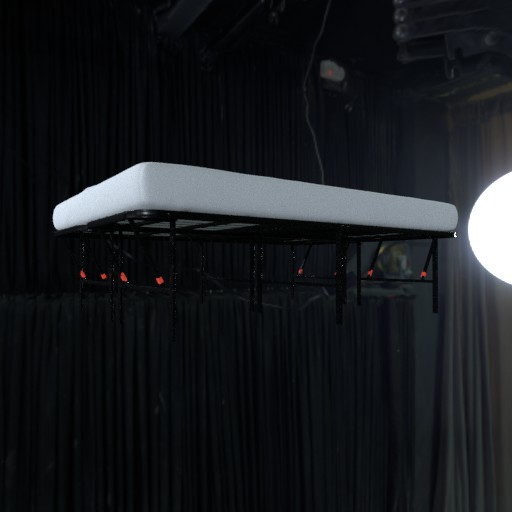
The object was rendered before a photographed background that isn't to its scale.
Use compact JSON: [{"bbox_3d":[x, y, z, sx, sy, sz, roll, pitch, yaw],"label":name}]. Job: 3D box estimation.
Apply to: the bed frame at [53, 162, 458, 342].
[{"bbox_3d":[0.000,0.000,2.523,1.905,0.637,1.372,1,-1,-35],"label":"bed frame"}]
